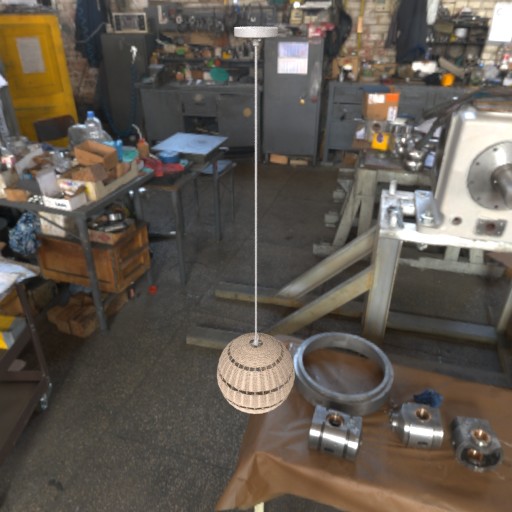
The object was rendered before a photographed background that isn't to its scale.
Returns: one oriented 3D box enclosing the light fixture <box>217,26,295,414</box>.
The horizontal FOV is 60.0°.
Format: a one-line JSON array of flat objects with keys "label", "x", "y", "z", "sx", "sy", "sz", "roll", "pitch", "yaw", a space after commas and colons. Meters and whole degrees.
[{"label": "light fixture", "x": 0.000, "y": 0.000, "z": 2.203, "sx": 0.457, "sy": 2.019, "sz": 0.457, "roll": -8, "pitch": 31, "yaw": -14}]
